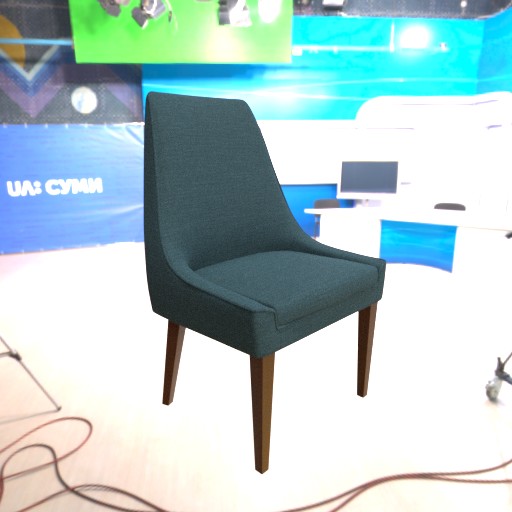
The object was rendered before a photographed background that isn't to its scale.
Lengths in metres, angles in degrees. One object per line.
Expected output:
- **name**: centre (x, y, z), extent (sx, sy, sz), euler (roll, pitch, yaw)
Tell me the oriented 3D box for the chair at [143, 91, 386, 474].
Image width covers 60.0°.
- **chair**: centre (0.000, 0.000, 1.215), extent (0.544, 0.861, 0.529), euler (14, 20, 43)
